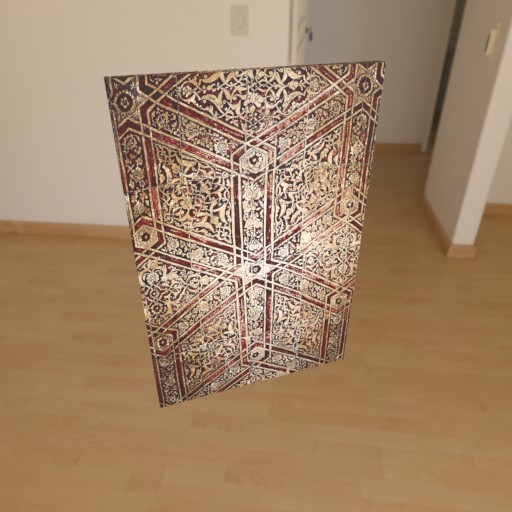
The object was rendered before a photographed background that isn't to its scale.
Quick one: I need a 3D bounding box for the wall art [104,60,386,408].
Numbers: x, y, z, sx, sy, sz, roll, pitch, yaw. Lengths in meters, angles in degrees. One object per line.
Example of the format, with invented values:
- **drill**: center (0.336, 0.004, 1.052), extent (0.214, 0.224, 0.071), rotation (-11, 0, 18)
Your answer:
- **wall art**: center (0.000, 0.000, 0.760), extent (0.397, 0.599, 0.020), rotation (-10, 33, -16)
